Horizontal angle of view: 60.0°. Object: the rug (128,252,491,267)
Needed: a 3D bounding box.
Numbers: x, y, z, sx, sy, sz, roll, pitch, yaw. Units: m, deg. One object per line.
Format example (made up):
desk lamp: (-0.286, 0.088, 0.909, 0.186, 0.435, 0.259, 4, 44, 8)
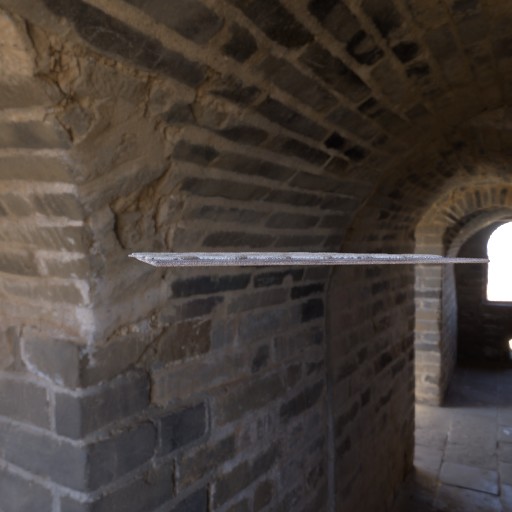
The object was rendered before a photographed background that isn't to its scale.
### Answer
rug: (0.000, 0.000, 2.305, 1.222, 0.030, 1.823, 0, 1, -18)
